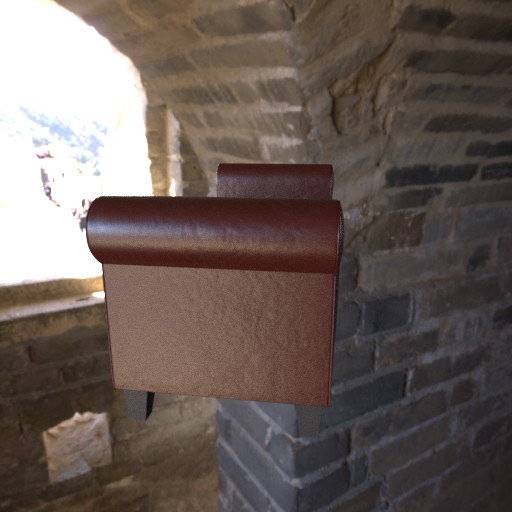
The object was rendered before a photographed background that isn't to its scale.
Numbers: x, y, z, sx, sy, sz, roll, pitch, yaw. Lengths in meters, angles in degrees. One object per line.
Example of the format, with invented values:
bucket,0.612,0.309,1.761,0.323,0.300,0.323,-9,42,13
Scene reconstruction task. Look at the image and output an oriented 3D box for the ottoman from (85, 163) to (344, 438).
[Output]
ottoman,0.000,0.000,1.501,0.521,0.547,1.256,2,15,8
